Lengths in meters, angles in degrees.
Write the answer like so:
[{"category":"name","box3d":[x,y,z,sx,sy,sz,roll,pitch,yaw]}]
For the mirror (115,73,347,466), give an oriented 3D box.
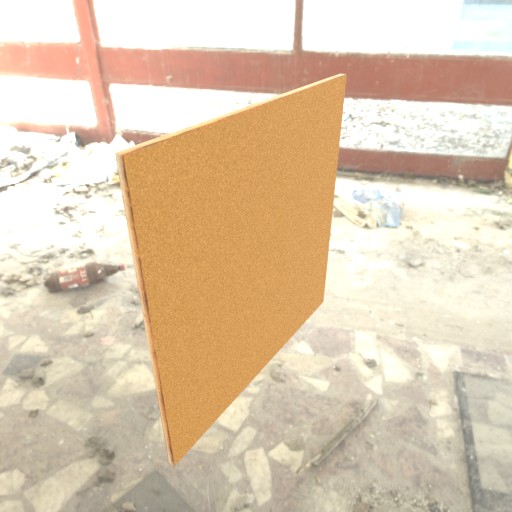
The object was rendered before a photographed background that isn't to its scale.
[{"category":"mirror","box3d":[0.000,0.000,1.187,0.061,0.804,0.804,20,37,29]}]
